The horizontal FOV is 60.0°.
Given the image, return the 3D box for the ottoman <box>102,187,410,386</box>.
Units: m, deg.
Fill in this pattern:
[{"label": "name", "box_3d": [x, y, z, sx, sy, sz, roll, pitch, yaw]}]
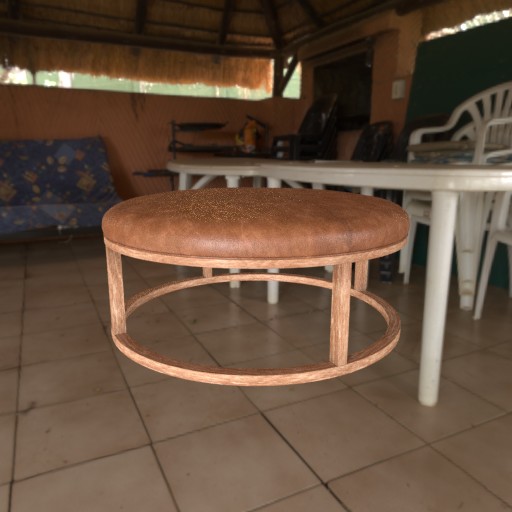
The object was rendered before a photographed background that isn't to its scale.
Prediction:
[{"label": "ottoman", "box_3d": [0.000, 0.000, 1.555, 1.006, 0.445, 1.006, 0, 13, 0]}]
